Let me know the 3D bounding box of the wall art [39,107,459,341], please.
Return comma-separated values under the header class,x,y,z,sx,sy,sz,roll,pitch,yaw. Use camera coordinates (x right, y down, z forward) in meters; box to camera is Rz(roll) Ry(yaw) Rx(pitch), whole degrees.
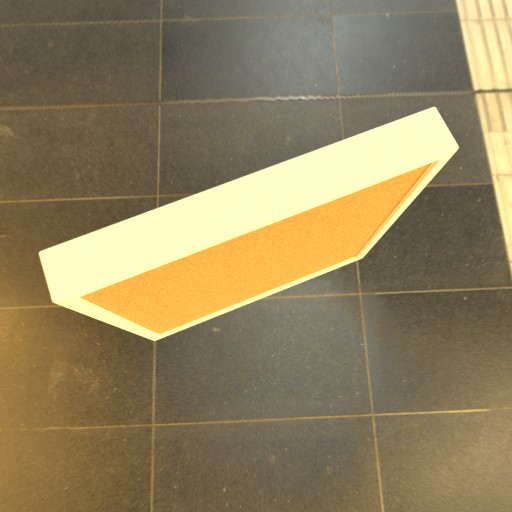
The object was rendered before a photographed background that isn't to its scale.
class,x,y,z,sx,sy,sz,roll,pitch,yaw
wall art,0.000,0.000,0.458,0.305,0.305,0.038,-21,75,-6
